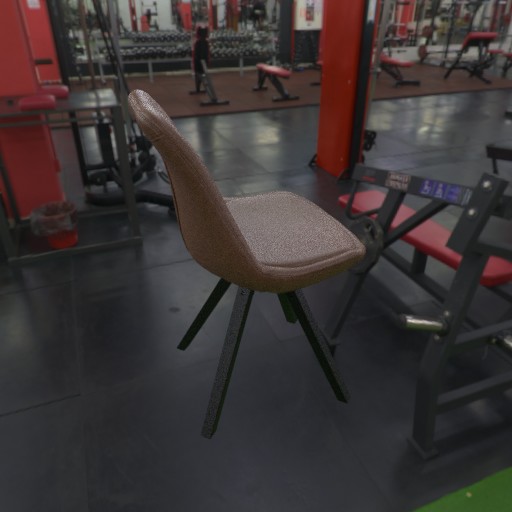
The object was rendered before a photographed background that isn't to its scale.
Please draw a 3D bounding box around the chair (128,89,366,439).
[{"bbox_3d":[0.000,0.000,1.209,0.550,0.850,0.475,-10,31,-16],"label":"chair"}]
